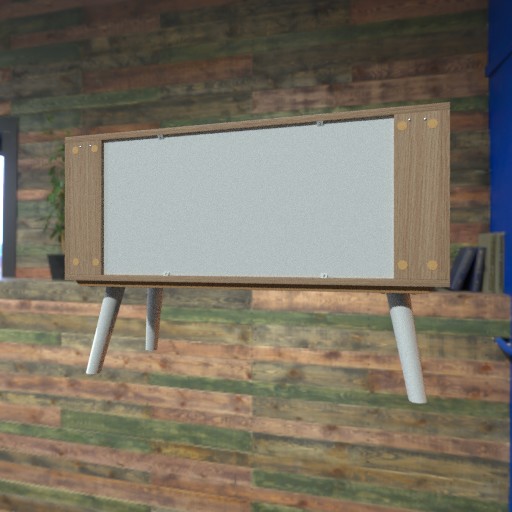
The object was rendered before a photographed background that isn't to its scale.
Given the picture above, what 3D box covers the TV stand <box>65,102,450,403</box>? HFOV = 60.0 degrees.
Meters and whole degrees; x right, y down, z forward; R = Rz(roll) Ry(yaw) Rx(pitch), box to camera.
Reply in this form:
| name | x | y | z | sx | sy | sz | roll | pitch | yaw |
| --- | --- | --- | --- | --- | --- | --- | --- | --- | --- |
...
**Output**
| name | x | y | z | sx | sy | sz | roll | pitch | yaw |
| --- | --- | --- | --- | --- | --- | --- | --- | --- | --- |
| TV stand | 0.000 | 0.000 | 1.288 | 0.991 | 0.660 | 0.407 | 0 | 0 | 17 |
